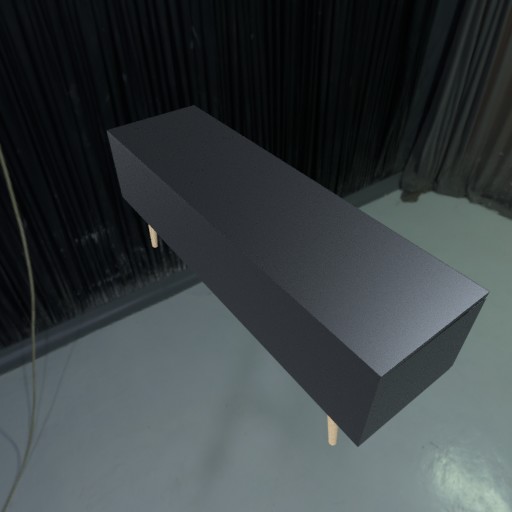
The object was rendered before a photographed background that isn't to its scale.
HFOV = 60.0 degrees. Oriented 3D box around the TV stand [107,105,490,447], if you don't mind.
[{"bbox_3d":[0.000,0.000,1.499,0.390,0.518,1.312,-27,48,-27],"label":"TV stand"}]
